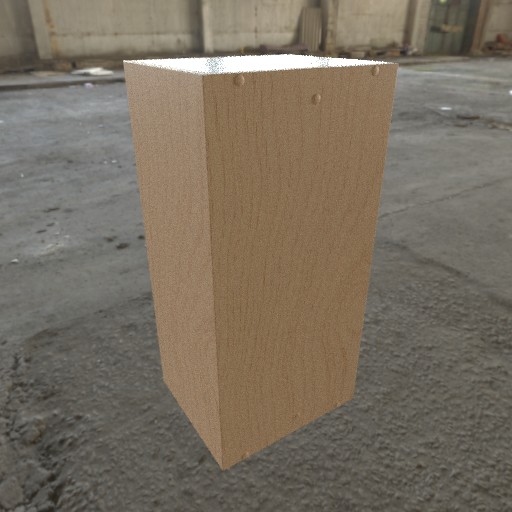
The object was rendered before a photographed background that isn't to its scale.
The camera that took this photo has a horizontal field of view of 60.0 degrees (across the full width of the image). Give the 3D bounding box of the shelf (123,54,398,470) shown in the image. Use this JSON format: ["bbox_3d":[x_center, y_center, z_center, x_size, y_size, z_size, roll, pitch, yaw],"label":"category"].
[{"bbox_3d":[0.000,0.000,0.746,0.290,0.600,0.250,-17,32,-29],"label":"shelf"}]
